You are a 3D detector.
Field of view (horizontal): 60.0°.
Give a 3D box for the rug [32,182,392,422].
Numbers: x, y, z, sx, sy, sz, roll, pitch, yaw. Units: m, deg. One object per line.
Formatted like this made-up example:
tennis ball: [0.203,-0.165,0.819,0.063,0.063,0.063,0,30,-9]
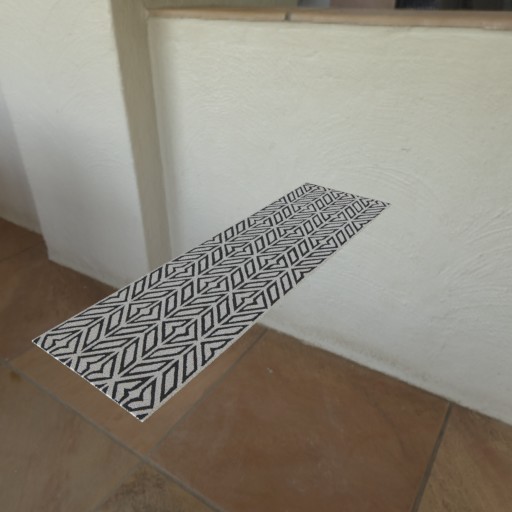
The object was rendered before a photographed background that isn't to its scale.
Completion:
rug: [0.000,0.000,2.671,0.750,0.009,2.435,21,36,31]
